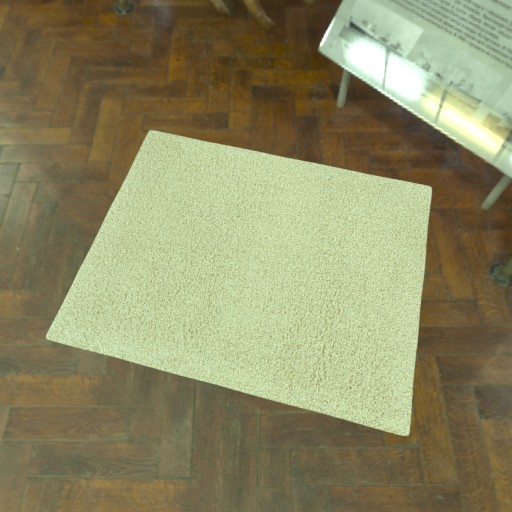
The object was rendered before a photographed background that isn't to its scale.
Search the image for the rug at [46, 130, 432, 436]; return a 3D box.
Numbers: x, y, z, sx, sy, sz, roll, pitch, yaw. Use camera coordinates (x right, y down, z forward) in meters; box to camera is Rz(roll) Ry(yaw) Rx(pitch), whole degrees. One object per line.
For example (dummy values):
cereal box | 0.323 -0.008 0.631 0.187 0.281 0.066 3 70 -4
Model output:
rug | 0.000 0.000 4.112 3.047 0.029 2.438 13 63 7
